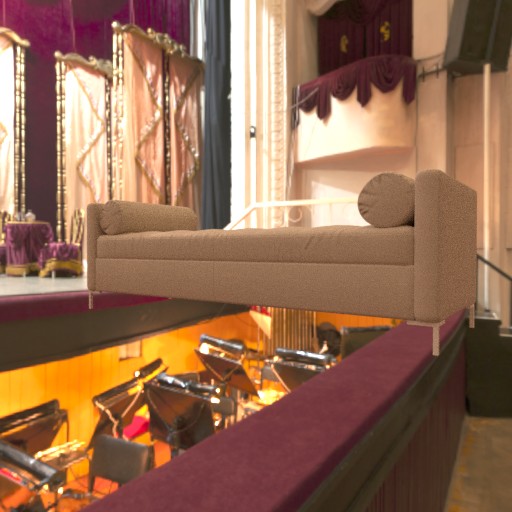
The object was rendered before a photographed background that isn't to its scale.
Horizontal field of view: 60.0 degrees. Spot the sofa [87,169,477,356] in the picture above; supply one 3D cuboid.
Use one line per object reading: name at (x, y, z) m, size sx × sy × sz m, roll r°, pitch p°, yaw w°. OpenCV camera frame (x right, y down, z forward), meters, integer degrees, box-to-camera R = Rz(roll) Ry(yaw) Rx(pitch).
sofa at (0.000, 0.000, 2.310) m, size 1.981 × 0.635 × 0.686 m, roll 1°, pitch 1°, yaw 36°
